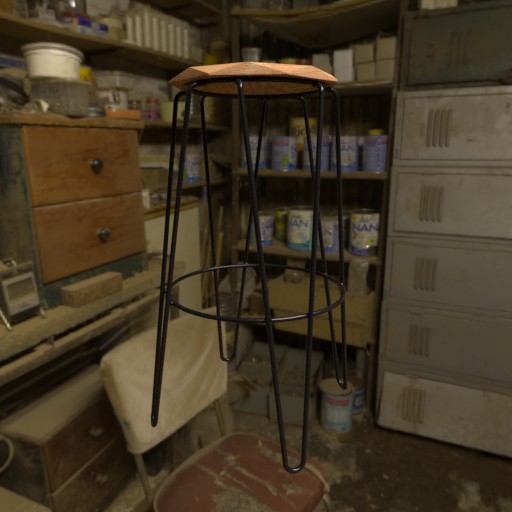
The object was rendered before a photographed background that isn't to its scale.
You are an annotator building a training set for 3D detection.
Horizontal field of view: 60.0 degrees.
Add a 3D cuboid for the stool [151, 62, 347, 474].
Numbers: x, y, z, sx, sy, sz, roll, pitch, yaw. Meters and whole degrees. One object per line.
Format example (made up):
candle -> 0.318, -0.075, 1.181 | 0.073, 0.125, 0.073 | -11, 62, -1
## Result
stool -> 0.000, 0.000, 0.802 | 0.326, 0.610, 0.326 | 7, 15, 25
